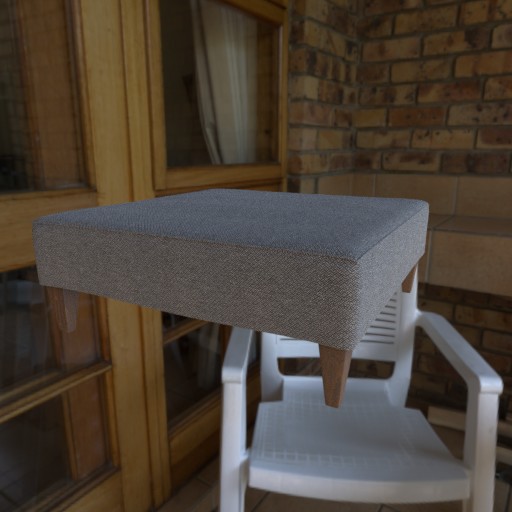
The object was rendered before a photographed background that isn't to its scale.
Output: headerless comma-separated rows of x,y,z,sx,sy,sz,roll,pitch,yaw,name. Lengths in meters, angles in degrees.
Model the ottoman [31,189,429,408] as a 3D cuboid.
0.000,0.000,1.500,0.970,0.378,0.981,7,16,27,ottoman
